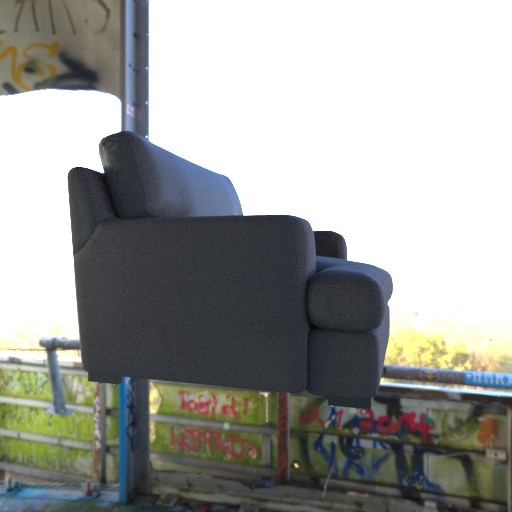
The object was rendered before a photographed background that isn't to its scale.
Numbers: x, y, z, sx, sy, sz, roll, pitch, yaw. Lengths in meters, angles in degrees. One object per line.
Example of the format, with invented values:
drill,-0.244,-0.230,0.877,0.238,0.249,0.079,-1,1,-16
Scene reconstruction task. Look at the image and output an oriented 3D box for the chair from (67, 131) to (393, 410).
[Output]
chair,0.000,0.000,1.974,1.143,0.940,1.168,0,0,19
